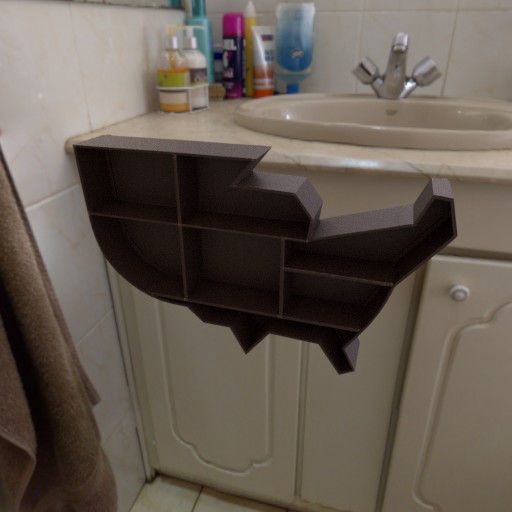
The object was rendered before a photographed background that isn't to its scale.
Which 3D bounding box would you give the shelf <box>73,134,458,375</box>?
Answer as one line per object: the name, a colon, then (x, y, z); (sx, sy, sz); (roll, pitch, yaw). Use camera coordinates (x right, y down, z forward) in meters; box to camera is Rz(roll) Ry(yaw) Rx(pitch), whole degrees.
shelf: (0.000, 0.000, 0.926); (0.729, 0.439, 0.112); (8, 28, 16)
